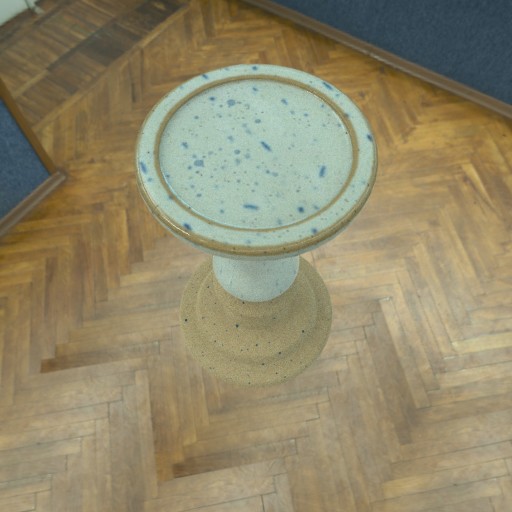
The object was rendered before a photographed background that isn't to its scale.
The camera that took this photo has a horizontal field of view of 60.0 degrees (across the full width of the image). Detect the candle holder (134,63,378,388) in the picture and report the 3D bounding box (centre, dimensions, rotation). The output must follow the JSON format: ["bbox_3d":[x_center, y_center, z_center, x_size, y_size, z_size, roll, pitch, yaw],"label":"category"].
[{"bbox_3d":[0.000,0.000,0.276,0.123,0.202,0.123,0,62,0],"label":"candle holder"}]
